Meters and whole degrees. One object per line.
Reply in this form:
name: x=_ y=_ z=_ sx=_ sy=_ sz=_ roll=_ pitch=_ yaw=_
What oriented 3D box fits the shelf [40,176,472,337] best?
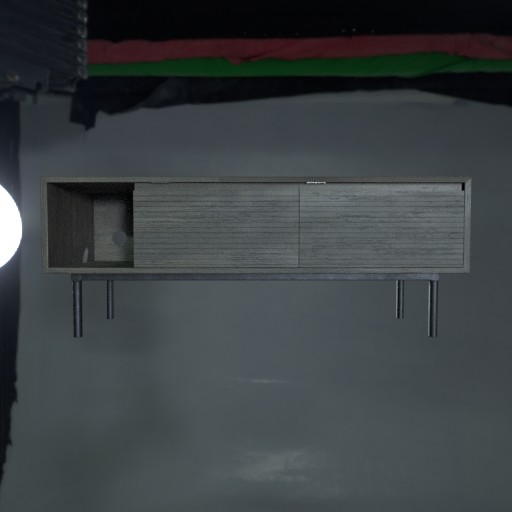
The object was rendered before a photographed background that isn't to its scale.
shelf: x=0.000 y=0.000 z=1.538 sx=1.300 sy=0.495 sz=0.400 roll=0 pitch=2 yaw=0
